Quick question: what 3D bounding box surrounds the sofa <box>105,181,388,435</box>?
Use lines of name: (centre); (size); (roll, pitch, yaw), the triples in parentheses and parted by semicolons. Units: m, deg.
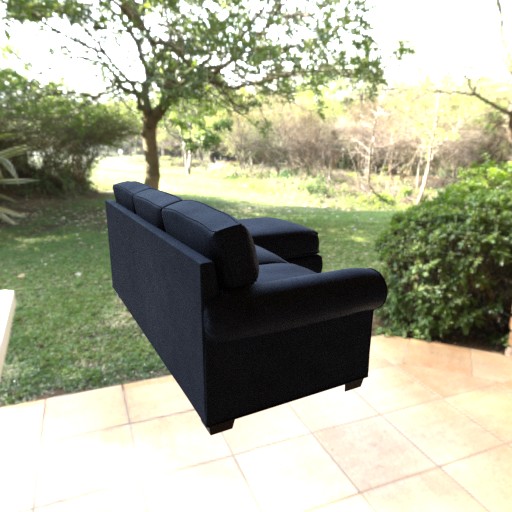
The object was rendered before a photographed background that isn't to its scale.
sofa: (0.000, 0.000, 3.397); (1.780, 1.063, 2.567); (-8, 17, -27)
